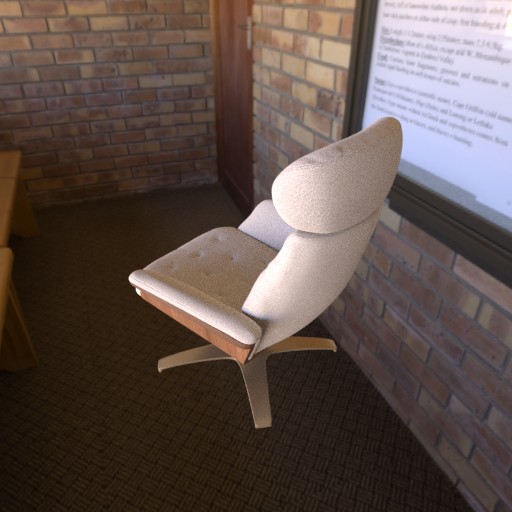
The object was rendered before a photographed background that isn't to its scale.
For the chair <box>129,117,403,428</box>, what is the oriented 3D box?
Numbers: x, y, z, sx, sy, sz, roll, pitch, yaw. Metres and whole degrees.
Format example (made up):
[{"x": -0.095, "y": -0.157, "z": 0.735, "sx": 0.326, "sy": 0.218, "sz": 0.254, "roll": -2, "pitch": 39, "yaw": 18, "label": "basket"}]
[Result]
[{"x": 0.000, "y": 0.000, "z": 1.555, "sx": 0.837, "sy": 0.995, "sz": 0.785, "roll": 21, "pitch": 37, "yaw": 31, "label": "chair"}]
